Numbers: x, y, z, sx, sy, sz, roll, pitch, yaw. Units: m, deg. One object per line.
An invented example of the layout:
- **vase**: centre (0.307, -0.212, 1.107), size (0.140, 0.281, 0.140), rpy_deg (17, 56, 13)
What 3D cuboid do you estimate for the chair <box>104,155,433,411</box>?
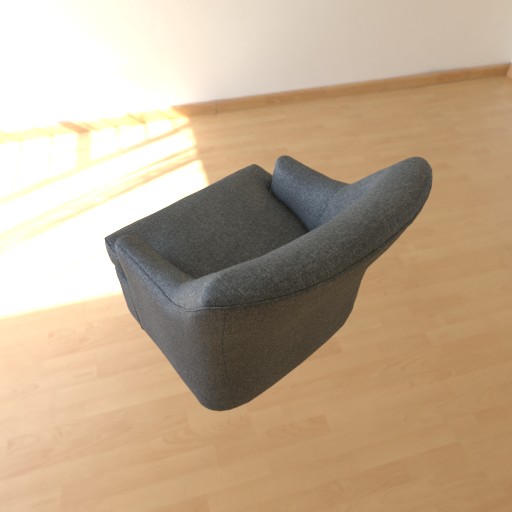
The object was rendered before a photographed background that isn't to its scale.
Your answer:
- **chair**: centre (0.000, 0.000, 1.608), size (0.864, 0.856, 0.923), rpy_deg (-32, 54, -27)
